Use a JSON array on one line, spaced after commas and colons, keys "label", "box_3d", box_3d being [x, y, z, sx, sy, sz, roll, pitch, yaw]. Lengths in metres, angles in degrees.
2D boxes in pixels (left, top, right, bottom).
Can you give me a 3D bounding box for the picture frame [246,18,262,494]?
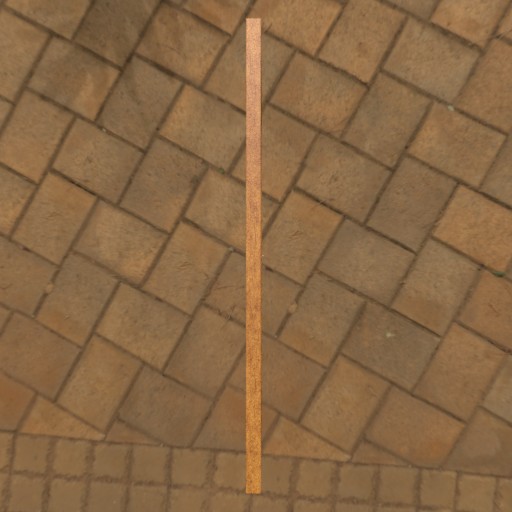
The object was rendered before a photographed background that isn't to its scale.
[{"label": "picture frame", "box_3d": [0.000, 0.000, 1.170, 0.029, 0.621, 0.922, 0, 90, 1]}]
